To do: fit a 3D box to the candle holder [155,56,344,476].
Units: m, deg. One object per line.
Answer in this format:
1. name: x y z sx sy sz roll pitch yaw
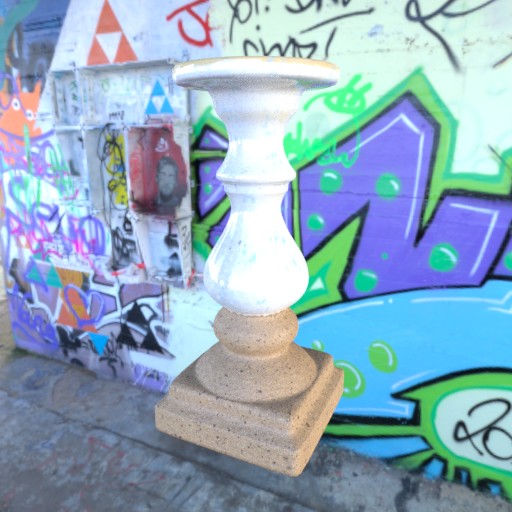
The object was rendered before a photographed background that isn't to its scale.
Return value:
1. candle holder: 0.000 0.000 0.304 0.110 0.239 0.110 7 17 25
